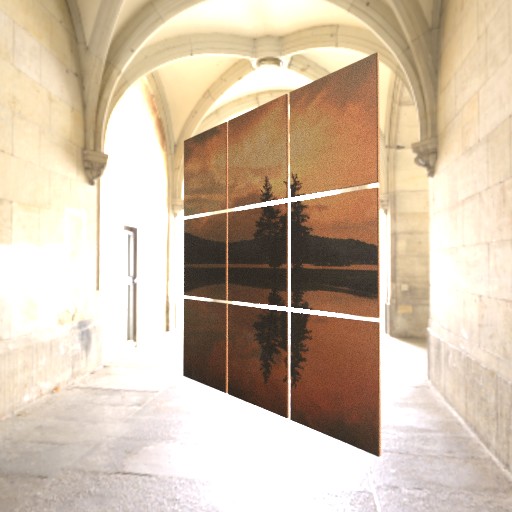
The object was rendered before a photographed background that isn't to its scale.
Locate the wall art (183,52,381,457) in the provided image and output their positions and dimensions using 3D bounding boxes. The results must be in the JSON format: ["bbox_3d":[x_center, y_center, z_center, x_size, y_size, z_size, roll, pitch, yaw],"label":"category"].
[{"bbox_3d":[0.000,0.000,1.819,0.013,1.218,1.216,1,-1,-38],"label":"wall art"}]
